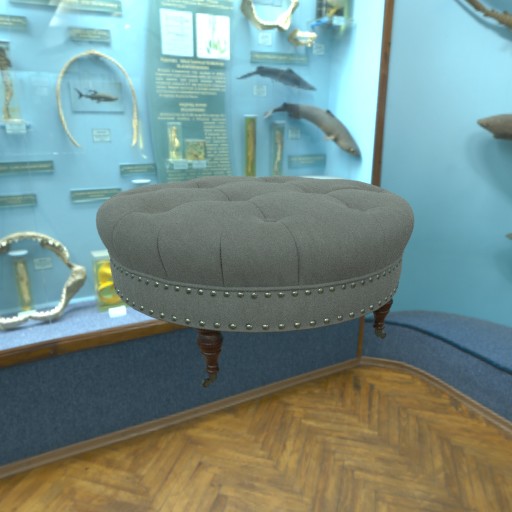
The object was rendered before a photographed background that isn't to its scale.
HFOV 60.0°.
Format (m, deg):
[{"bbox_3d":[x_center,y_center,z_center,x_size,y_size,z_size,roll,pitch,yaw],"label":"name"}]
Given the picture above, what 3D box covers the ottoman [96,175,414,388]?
[{"bbox_3d":[0.000,0.000,1.361,0.901,0.439,0.901,0,17,0],"label":"ottoman"}]
